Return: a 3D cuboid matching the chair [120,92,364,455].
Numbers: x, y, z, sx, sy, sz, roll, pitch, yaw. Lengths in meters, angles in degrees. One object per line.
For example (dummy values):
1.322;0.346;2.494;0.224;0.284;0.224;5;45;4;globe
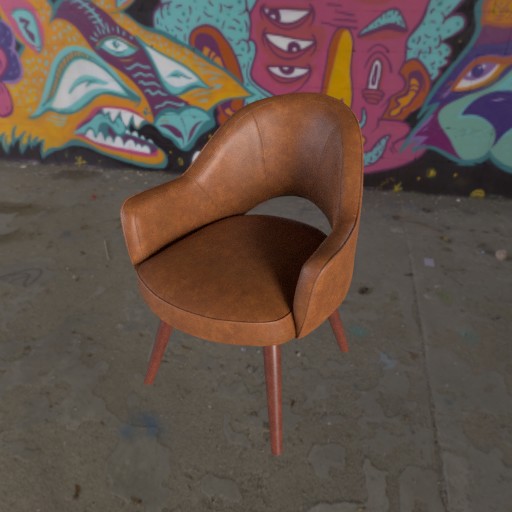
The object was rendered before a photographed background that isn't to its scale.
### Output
0.000;0.000;1.236;0.591;0.777;0.640;17;34;28;chair
